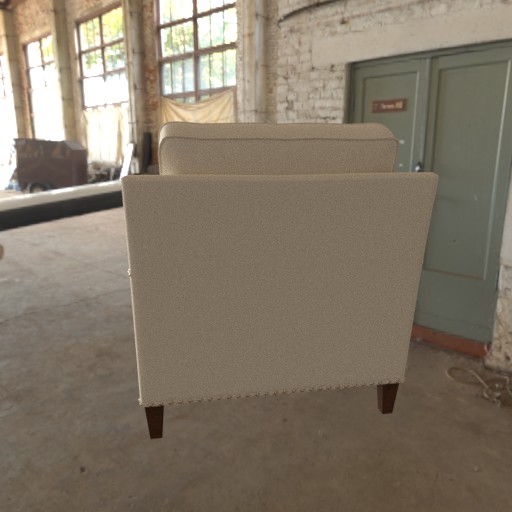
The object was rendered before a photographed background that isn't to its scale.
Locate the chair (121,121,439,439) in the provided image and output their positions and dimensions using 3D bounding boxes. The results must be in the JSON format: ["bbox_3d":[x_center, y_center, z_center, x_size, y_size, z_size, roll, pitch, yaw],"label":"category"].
[{"bbox_3d":[0.000,0.000,1.695,0.853,0.943,1.014,-2,14,-10],"label":"chair"}]
